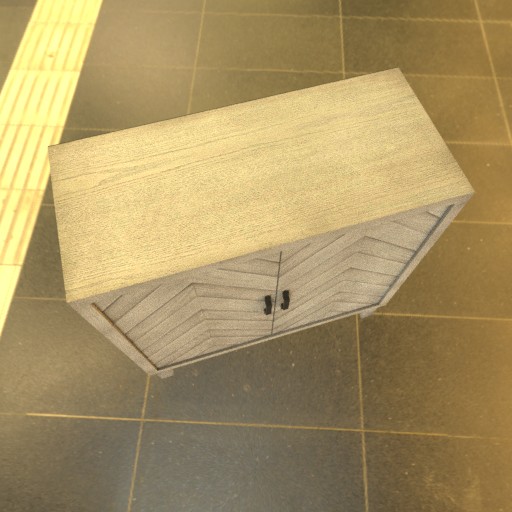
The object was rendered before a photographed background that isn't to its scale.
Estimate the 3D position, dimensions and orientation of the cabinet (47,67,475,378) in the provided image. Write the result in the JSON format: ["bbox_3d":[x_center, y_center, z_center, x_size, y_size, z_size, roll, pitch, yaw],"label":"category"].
[{"bbox_3d":[0.000,0.000,1.234,0.781,0.787,0.370,-15,65,-7],"label":"cabinet"}]
